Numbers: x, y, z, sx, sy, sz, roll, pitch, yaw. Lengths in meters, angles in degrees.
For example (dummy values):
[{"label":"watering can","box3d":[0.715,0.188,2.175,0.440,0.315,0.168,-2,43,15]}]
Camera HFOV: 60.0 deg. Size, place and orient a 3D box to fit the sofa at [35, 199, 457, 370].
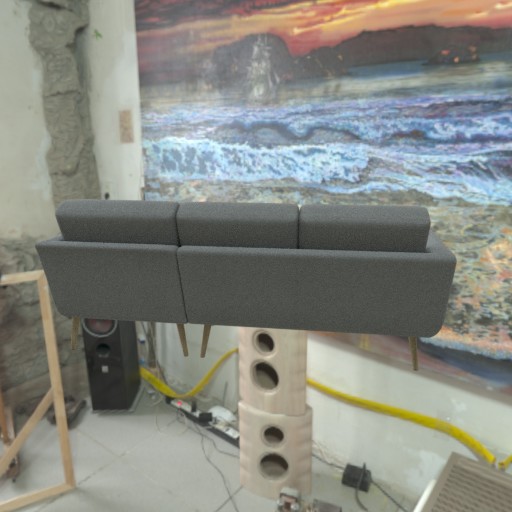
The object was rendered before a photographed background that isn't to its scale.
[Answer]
[{"label":"sofa","box3d":[0.000,0.000,2.812,2.040,0.860,1.530,2,15,8]}]
